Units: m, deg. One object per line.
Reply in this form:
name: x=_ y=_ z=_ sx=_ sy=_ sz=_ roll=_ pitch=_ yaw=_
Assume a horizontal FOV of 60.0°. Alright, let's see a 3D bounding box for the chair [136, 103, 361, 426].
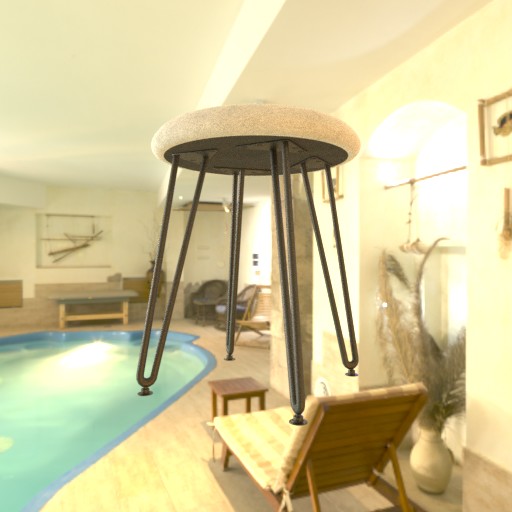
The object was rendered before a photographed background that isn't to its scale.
chair: x=0.000 y=0.000 z=0.670 sx=0.350 sy=0.386 sz=0.350 roll=0 pitch=0 yaw=-18
